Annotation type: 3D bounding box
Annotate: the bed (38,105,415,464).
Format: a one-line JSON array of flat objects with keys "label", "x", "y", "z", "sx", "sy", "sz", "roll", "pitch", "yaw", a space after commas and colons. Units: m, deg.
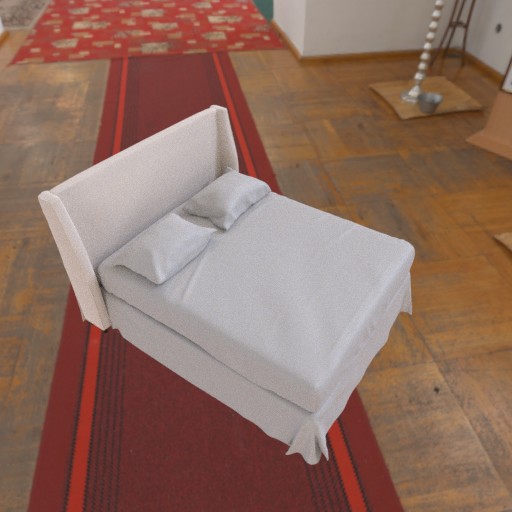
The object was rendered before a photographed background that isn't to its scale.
[{"label": "bed", "x": 0.000, "y": 0.000, "z": 3.477, "sx": 2.276, "sy": 1.332, "sz": 1.925, "roll": 24, "pitch": 46, "yaw": 26}]
